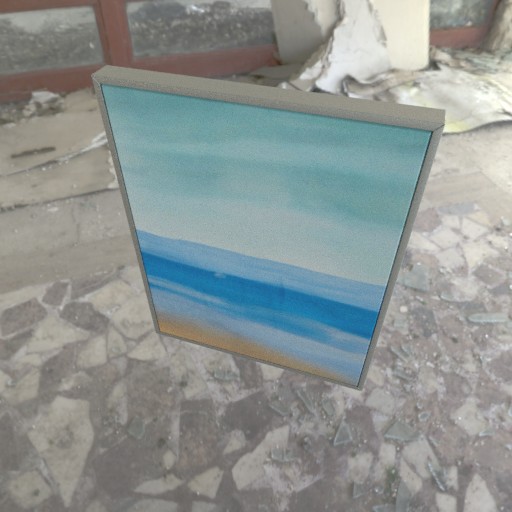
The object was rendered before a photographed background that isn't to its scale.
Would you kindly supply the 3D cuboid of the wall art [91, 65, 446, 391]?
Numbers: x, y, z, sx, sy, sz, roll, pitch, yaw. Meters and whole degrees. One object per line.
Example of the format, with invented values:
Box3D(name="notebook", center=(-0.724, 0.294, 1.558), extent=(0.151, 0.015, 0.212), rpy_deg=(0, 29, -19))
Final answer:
Box3D(name="wall art", center=(0.000, 0.000, 0.733), extent=(0.445, 0.553, 0.039), rpy_deg=(13, 44, 13))
